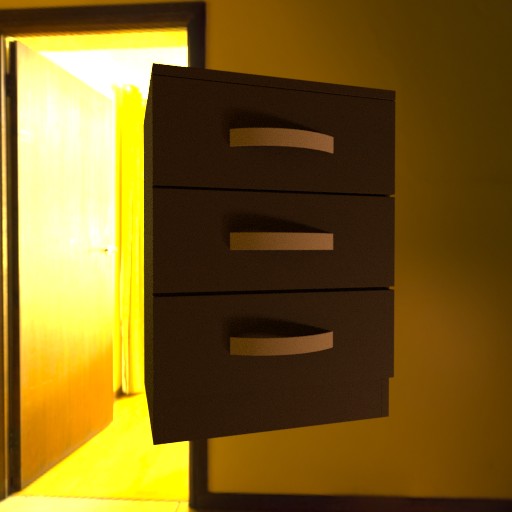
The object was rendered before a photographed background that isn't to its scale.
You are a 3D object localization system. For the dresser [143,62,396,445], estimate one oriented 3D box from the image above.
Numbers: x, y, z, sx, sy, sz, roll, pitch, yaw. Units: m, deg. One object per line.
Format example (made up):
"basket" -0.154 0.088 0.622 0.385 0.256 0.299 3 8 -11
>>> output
"dresser" 0.000 0.000 0.842 0.400 0.560 0.360 0 1 -17
